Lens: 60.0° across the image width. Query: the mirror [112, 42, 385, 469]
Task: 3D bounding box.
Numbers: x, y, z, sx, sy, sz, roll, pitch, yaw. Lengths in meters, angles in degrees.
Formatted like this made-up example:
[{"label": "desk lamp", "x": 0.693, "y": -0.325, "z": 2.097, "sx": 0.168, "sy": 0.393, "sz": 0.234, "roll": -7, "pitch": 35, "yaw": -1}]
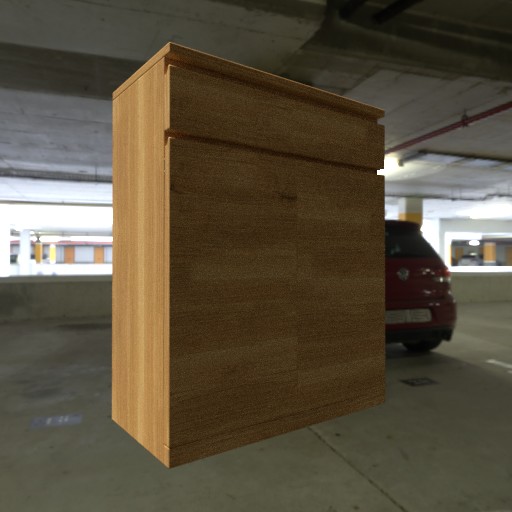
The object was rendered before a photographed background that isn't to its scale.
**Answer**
[{"label": "mirror", "x": 0.000, "y": 0.000, "z": 1.434, "sx": 0.800, "sy": 1.000, "sz": 0.400, "roll": 0, "pitch": -1, "yaw": -36}]
